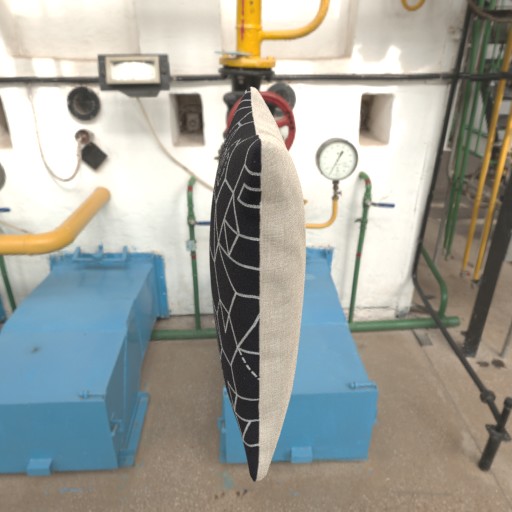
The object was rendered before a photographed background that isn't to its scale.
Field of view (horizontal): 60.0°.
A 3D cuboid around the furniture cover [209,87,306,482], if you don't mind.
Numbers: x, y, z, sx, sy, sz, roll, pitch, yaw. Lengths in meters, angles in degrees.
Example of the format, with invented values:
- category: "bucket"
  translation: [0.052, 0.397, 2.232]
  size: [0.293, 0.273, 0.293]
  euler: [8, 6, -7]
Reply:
- category: "furniture cover"
  translation: [0.000, 0.000, 0.779]
  size: [0.158, 0.508, 0.517]
  euler: [-1, 27, -2]
